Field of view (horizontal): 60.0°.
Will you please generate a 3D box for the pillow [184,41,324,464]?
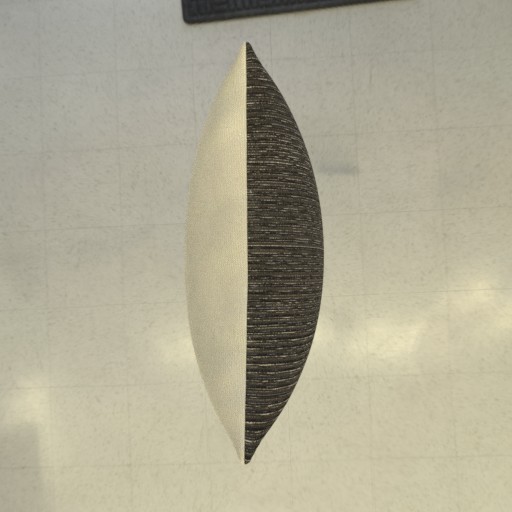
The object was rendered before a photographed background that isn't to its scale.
[{"bbox_3d":[0.000,0.000,0.661,0.196,0.434,0.433,0,88,2],"label":"pillow"}]
